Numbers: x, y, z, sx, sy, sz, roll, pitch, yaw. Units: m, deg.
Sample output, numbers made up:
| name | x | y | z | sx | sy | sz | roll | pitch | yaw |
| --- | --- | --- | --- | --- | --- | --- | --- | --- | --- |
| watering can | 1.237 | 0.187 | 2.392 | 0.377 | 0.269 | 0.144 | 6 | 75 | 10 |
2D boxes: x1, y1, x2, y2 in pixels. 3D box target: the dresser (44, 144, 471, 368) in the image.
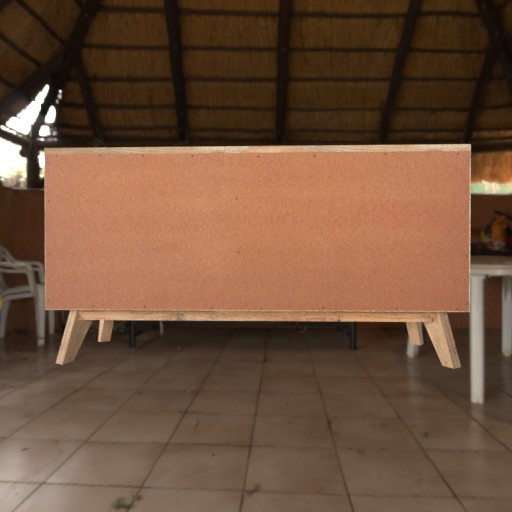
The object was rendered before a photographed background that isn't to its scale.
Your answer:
| name | x | y | z | sx | sy | sz | roll | pitch | yaw |
| --- | --- | --- | --- | --- | --- | --- | --- | --- | --- |
| dresser | 0.000 | 0.000 | 1.844 | 1.554 | 0.805 | 0.455 | 0 | 1 | 2 |
